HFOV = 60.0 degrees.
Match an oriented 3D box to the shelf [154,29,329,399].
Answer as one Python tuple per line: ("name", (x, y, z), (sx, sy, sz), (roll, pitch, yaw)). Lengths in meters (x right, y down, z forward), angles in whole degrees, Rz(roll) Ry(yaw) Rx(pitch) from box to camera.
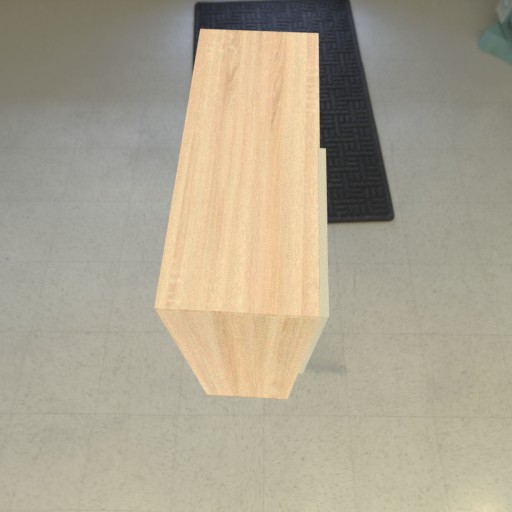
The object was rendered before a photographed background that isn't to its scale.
("shelf", (0.000, 0.000, 1.899), (0.434, 1.405, 0.995), (3, 64, 1))
